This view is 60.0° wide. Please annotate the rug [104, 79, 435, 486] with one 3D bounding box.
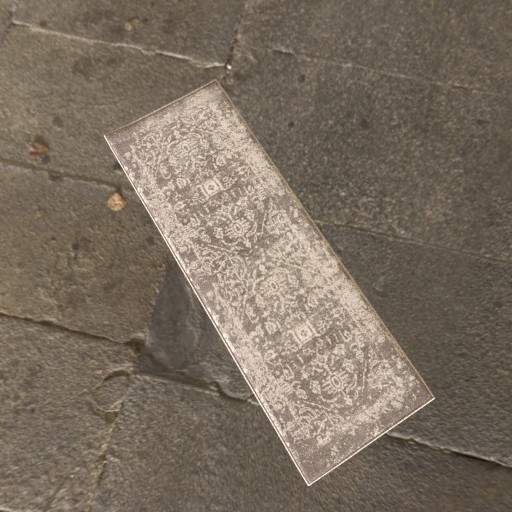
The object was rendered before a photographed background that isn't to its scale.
[{"bbox_3d":[0.000,0.000,2.691,0.855,0.017,2.452,-31,77,-8],"label":"rug"}]
